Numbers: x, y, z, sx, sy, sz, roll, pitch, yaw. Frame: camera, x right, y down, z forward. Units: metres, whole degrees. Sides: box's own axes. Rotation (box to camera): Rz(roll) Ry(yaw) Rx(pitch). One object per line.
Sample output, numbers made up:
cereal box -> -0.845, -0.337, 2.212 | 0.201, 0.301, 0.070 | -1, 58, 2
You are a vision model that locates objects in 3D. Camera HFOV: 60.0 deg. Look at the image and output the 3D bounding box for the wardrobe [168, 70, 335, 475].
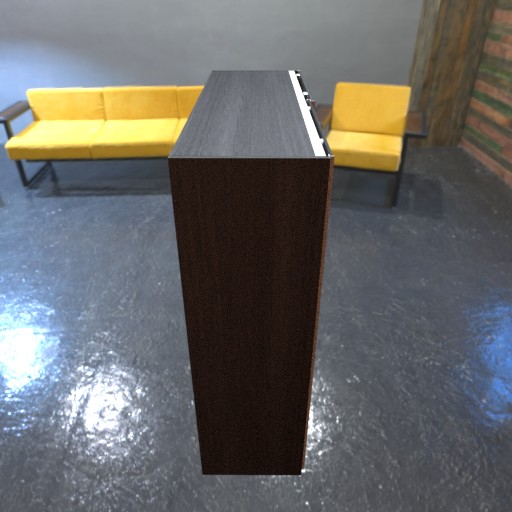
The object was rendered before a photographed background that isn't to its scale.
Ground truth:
wardrobe -> 0.000, 0.000, 2.867 | 0.629, 1.960, 1.780 | 0, 32, 0
